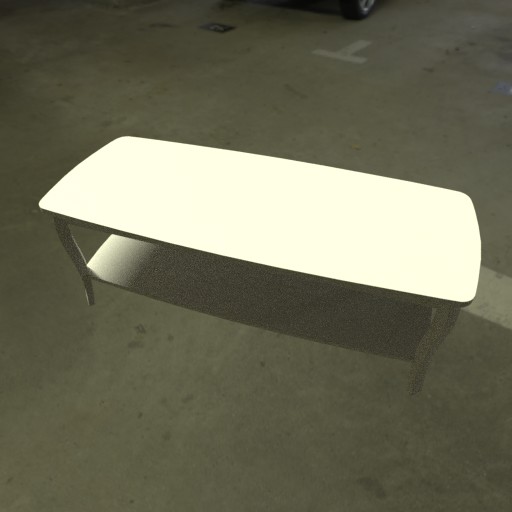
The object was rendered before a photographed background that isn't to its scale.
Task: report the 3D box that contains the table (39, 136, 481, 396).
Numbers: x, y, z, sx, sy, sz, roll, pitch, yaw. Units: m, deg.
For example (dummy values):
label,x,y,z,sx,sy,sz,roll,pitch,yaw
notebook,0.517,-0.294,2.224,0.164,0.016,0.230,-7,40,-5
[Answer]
label,x,y,z,sx,sy,sz,roll,pitch,yaw
table,0.000,0.000,1.561,1.334,0.474,0.561,13,43,14
